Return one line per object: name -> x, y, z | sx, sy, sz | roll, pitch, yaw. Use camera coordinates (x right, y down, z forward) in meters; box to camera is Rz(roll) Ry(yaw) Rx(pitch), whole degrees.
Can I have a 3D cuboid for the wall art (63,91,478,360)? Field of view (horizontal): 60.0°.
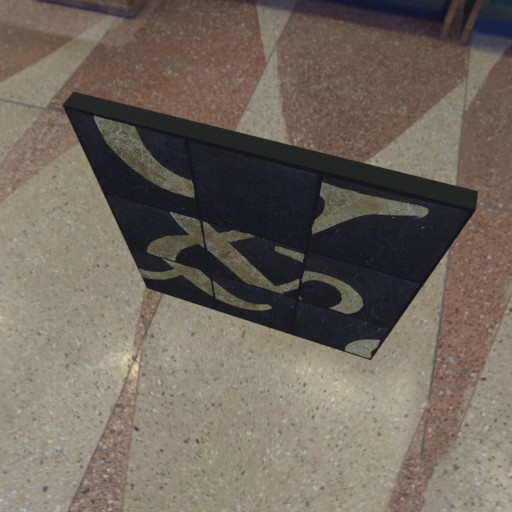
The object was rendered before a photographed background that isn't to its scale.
wall art -> 0.000, 0.000, 1.106 | 0.758, 0.758, 0.044 | 16, 60, 10
